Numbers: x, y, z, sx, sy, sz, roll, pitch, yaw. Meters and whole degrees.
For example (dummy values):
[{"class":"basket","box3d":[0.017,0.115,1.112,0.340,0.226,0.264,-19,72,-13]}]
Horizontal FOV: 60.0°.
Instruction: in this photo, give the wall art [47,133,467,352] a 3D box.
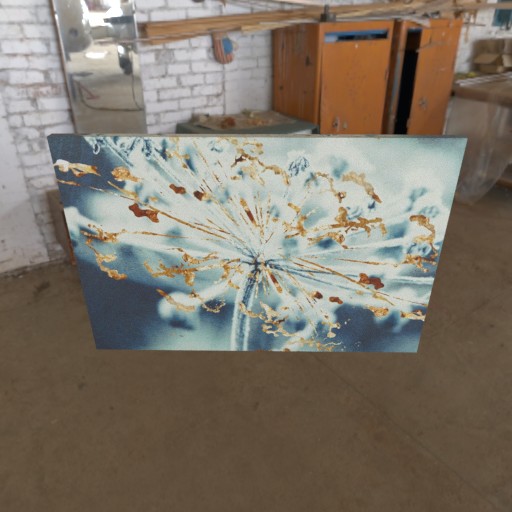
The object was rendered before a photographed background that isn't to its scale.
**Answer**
[{"class":"wall art","box3d":[0.000,0.000,1.403,1.138,0.759,0.035,0,30,1]}]
